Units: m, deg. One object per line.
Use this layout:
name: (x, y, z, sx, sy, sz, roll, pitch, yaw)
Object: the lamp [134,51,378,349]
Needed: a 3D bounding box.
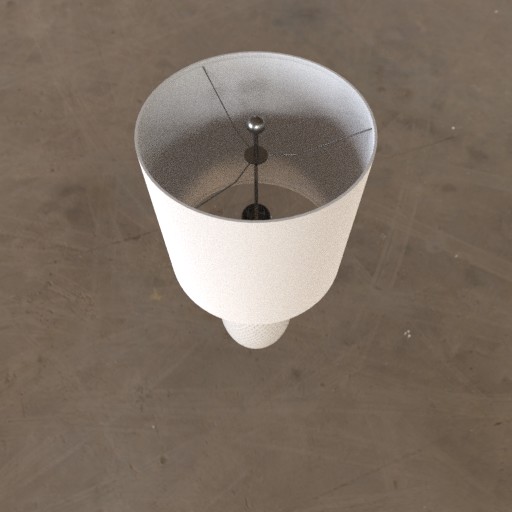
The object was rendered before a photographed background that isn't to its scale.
lamp: (0.000, 0.000, 0.587, 0.214, 0.466, 0.214, -1, 59, 0)
